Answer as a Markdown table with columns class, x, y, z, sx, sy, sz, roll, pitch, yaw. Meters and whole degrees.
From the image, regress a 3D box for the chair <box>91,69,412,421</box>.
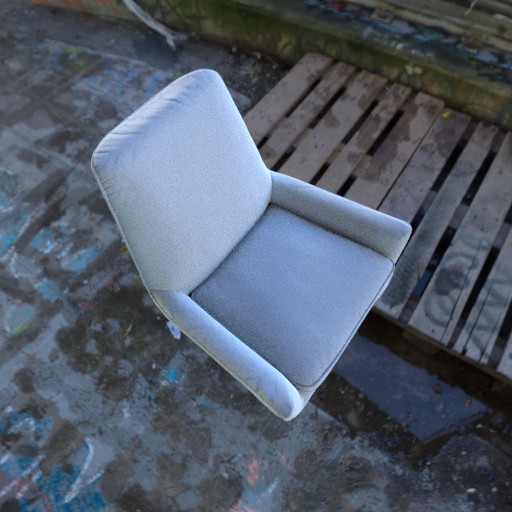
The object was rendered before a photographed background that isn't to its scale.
| class | x | y | z | sx | sy | sz | roll | pitch | yaw |
| --- | --- | --- | --- | --- | --- | --- | --- | --- | --- |
| chair | 0.000 | 0.000 | 1.505 | 0.822 | 0.888 | 0.787 | 32 | 64 | 18 |
